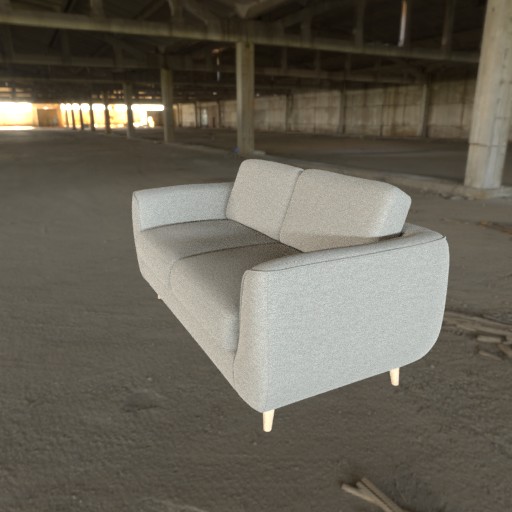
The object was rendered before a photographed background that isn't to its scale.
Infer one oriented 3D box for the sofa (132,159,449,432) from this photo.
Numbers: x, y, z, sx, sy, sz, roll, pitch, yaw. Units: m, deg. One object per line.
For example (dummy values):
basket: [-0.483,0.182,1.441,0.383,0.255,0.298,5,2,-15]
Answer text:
sofa: [0.000,0.000,2.213,0.920,0.850,1.700,-9,19,-26]
